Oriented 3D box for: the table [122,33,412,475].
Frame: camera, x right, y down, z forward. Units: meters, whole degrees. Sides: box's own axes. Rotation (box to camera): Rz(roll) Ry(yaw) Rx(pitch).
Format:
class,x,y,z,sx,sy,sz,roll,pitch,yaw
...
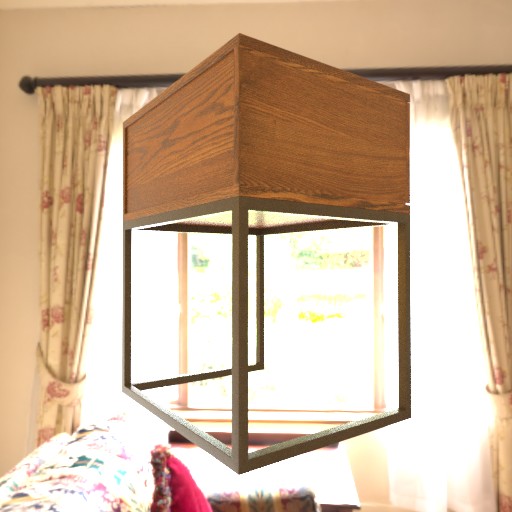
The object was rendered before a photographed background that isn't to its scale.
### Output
class,x,y,z,sx,sy,sz,roll,pitch,yaw
table,0.000,0.000,0.921,0.400,0.610,0.482,1,-1,-35
